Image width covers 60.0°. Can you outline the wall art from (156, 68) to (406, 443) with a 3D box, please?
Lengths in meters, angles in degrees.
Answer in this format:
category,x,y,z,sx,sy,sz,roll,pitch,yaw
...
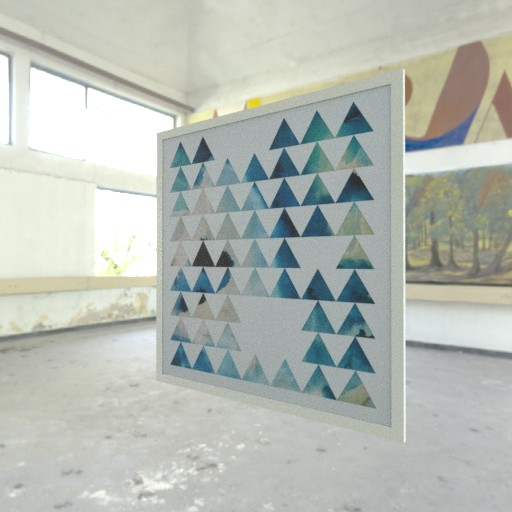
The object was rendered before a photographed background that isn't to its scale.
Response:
category,x,y,z,sx,sy,sz,roll,pitch,yaw
wall art,0.000,0.000,1.207,0.809,0.809,0.012,0,0,37
